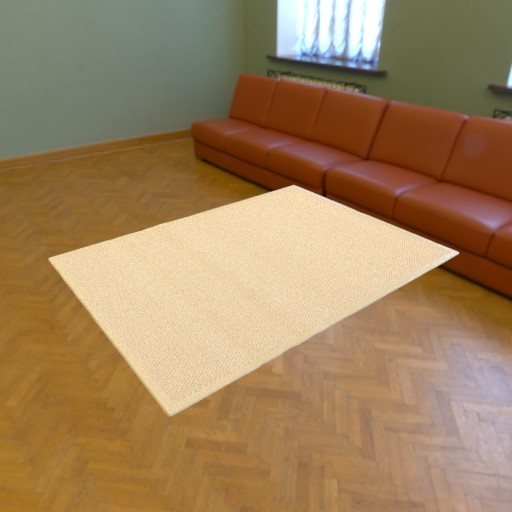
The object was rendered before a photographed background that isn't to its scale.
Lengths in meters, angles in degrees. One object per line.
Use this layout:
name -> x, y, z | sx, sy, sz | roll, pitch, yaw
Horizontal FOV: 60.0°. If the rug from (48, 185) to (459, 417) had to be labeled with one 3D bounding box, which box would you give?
rug -> 0.000, 0.000, 4.902 | 3.659, 0.037, 2.734 | -21, 36, -33
